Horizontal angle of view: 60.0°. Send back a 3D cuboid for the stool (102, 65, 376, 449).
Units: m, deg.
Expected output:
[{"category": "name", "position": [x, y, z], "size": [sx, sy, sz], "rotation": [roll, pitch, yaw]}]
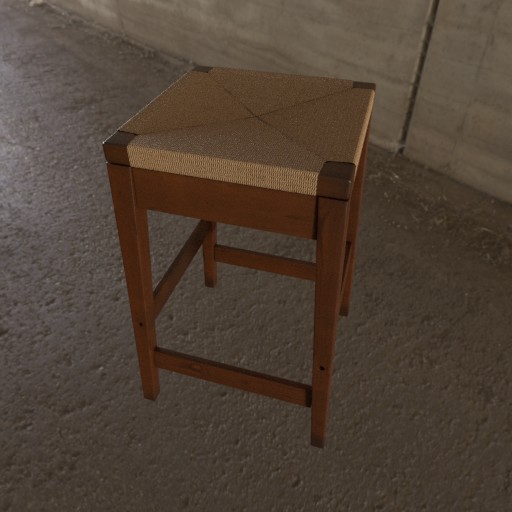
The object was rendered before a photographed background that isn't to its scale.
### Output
[{"category": "stool", "position": [0.000, 0.000, 1.114], "size": [0.507, 0.762, 0.497], "rotation": [11, 42, 12]}]
